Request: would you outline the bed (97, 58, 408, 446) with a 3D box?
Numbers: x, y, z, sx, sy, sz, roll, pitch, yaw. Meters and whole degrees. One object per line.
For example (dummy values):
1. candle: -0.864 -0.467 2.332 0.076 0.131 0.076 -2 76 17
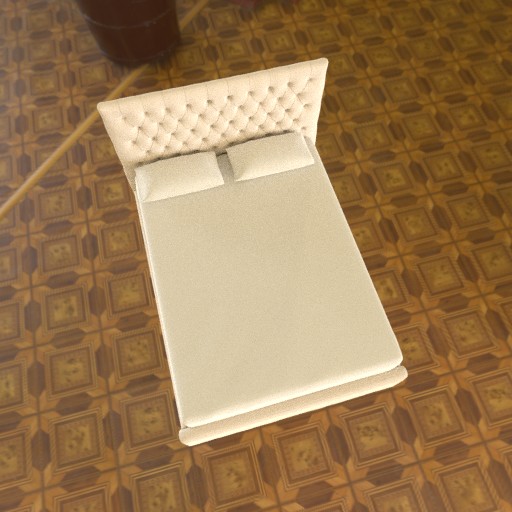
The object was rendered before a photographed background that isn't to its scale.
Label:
1. bed: 0.000 0.000 3.332 1.696 1.426 2.233 -14 65 -7
